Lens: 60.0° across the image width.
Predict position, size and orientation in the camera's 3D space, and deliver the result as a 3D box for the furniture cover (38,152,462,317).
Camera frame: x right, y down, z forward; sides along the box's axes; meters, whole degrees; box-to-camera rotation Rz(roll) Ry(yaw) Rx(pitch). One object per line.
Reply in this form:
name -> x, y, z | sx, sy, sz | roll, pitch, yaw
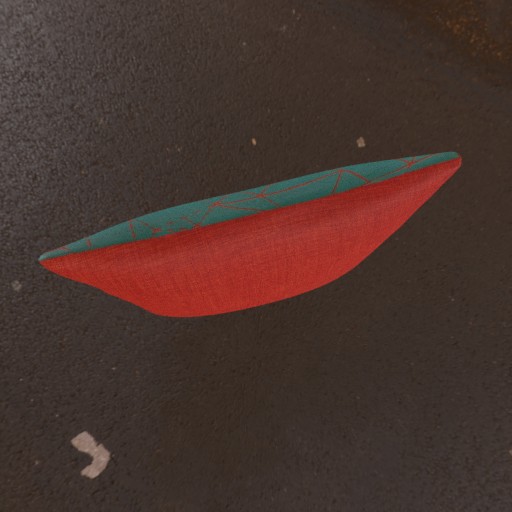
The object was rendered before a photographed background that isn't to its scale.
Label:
furniture cover -> 0.000, 0.000, 0.767 | 0.517, 0.508, 0.158 | -14, 77, -3
